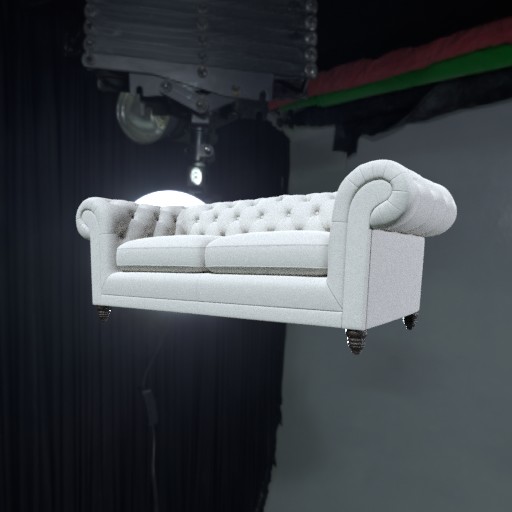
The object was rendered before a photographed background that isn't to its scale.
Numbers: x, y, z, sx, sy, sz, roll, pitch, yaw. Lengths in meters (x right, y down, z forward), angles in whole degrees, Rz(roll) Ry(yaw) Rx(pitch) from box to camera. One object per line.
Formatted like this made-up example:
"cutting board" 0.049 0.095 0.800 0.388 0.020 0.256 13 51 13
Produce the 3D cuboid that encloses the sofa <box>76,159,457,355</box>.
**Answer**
"sofa" 0.000 0.000 2.498 1.998 0.764 0.986 0 -1 35
